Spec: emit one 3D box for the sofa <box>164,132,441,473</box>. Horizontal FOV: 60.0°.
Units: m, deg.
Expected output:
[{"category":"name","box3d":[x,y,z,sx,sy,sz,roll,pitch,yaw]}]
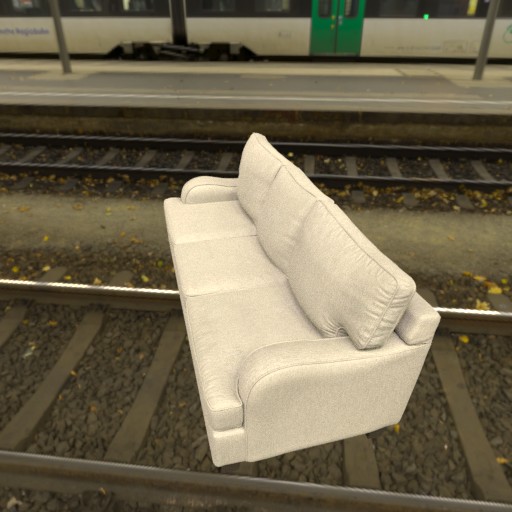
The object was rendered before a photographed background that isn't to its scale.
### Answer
[{"category":"sofa","box3d":[0.000,0.000,2.833,1.016,0.991,2.323,-7,31,-13]}]
